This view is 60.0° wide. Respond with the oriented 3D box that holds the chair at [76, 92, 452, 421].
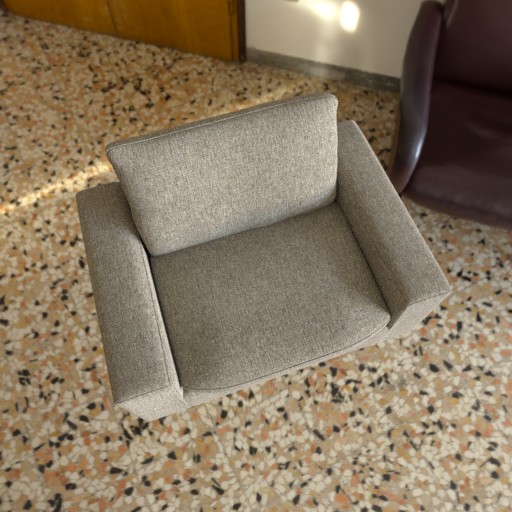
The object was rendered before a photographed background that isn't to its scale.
[{"bbox_3d":[0.000,0.000,1.983,1.398,0.915,1.039,-17,65,-8],"label":"chair"}]
